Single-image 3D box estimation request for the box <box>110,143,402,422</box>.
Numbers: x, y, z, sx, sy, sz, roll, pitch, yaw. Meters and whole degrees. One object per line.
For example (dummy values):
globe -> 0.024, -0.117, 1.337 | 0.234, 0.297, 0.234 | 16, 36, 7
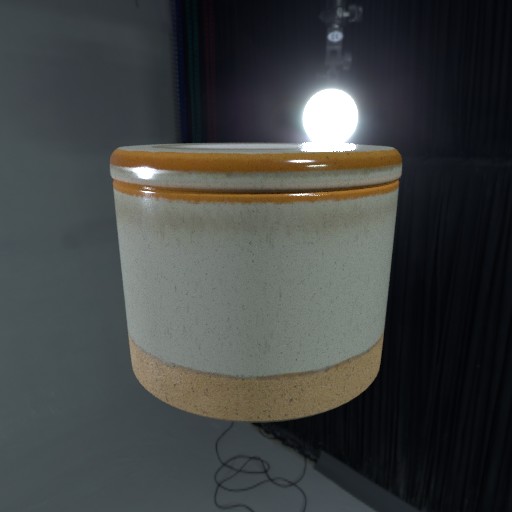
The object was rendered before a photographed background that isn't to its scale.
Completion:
box -> 0.000, 0.000, 0.207 | 0.123, 0.100, 0.123 | 0, 16, 0
